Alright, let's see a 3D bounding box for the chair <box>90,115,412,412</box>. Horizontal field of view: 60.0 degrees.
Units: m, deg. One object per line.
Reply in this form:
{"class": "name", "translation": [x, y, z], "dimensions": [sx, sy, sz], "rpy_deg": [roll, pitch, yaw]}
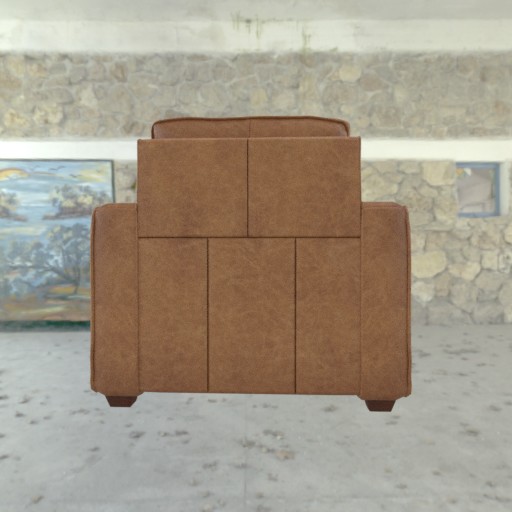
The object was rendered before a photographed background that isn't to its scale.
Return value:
{"class": "chair", "translation": [0.000, 0.000, 1.758], "dimensions": [0.987, 0.901, 1.027], "rpy_deg": [0, 1, 0]}
